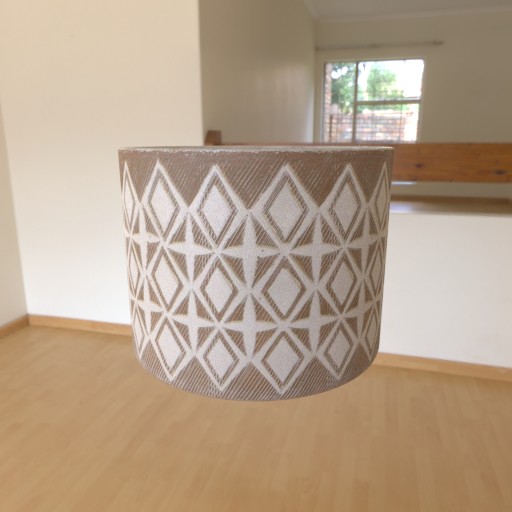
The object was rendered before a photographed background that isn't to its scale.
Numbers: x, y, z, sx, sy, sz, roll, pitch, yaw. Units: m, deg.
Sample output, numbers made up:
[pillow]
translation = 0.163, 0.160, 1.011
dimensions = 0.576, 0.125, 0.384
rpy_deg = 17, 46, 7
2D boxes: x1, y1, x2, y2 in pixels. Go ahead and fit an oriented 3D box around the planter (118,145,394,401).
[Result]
[planter]
translation = 0.000, 0.000, 0.344
dimensions = 0.193, 0.165, 0.193
rpy_deg = 0, 14, 0
